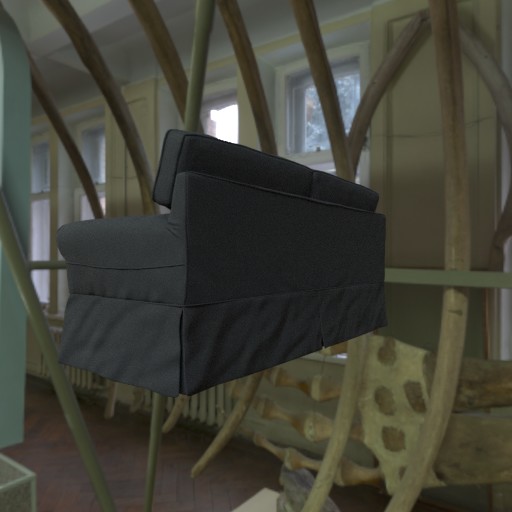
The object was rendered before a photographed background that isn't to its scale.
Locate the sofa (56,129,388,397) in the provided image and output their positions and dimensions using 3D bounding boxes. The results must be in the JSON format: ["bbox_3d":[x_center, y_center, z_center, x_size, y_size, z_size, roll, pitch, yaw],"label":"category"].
[{"bbox_3d":[0.000,0.000,2.855,0.983,1.094,2.256,0,0,36],"label":"sofa"}]
